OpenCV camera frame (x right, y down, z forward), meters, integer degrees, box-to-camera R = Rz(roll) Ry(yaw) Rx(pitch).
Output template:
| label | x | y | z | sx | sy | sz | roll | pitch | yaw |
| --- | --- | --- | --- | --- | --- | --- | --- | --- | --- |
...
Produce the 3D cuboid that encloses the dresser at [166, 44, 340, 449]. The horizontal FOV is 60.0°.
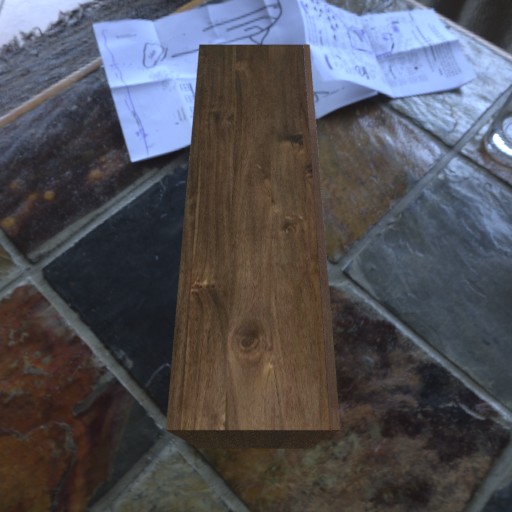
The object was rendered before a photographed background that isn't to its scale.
| label | x | y | z | sx | sy | sz | roll | pitch | yaw |
| --- | --- | --- | --- | --- | --- | --- | --- | --- | --- |
| dresser | 0.000 | 0.000 | 1.795 | 0.446 | 0.873 | 1.400 | 0 | 63 | 0 |
